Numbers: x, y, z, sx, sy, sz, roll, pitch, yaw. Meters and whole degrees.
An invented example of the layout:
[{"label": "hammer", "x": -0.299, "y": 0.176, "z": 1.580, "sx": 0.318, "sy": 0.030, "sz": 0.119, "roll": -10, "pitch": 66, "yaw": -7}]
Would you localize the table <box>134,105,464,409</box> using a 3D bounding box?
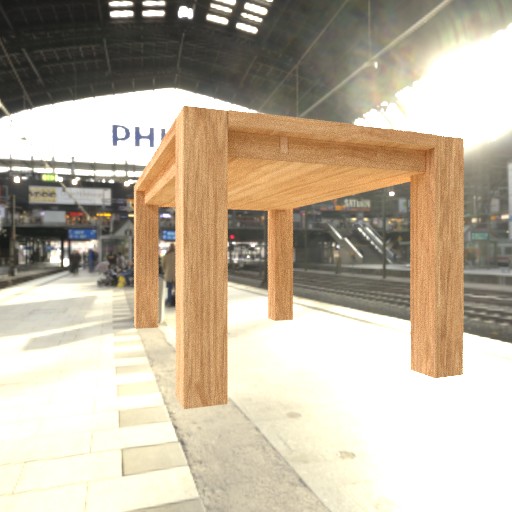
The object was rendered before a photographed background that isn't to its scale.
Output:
[{"label": "table", "x": 0.000, "y": 0.000, "z": 1.914, "sx": 0.900, "sy": 0.760, "sz": 1.400, "roll": 0, "pitch": 0, "yaw": -20}]
